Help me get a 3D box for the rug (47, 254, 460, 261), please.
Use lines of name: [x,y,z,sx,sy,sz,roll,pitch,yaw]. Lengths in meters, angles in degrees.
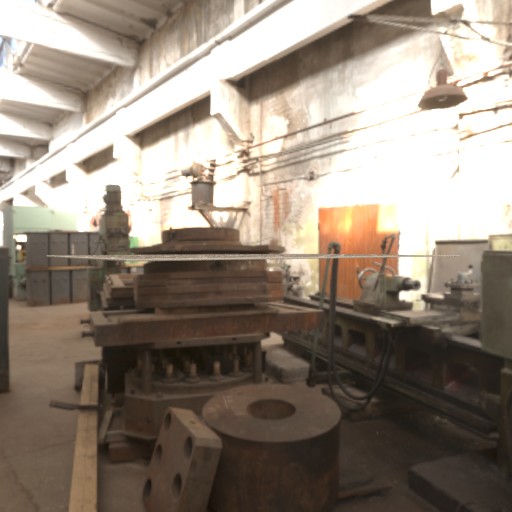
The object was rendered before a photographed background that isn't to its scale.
rug: [0.000,0.000,2.910,2.284,0.008,1.522,-1,1,-35]
